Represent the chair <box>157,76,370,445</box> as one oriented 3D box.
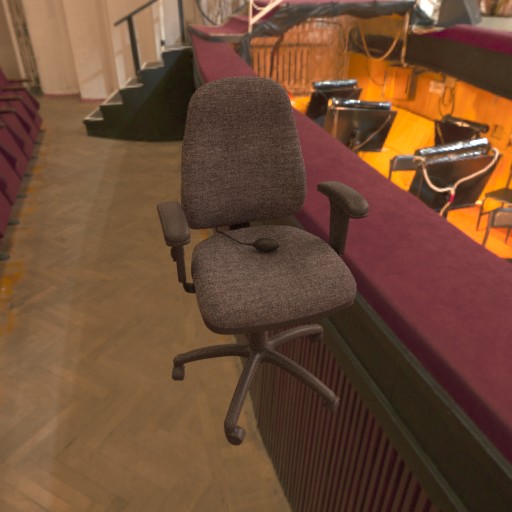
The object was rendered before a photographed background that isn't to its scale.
[{"bbox_3d":[0.000,0.000,1.259,0.550,0.910,0.530,-10,32,-15],"label":"chair"}]
